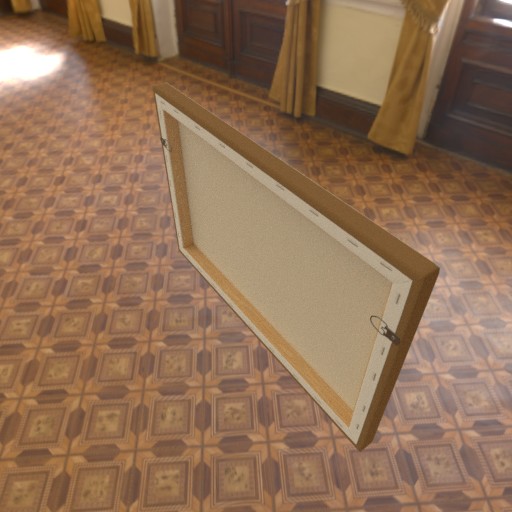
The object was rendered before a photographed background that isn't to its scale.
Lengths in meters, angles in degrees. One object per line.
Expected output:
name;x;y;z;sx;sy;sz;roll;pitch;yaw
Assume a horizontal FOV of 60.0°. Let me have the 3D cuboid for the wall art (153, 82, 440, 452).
wall art;0.000;0.000;0.480;0.019;0.254;0.380;-26;49;-26
